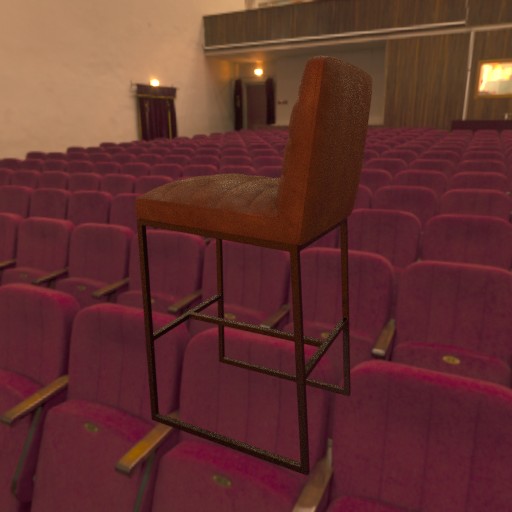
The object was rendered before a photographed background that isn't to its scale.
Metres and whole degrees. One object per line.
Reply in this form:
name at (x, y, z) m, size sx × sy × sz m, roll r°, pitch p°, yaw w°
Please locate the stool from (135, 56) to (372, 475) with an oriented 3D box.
stool at (0.000, 0.000, 1.365) m, size 0.562 × 1.065 × 0.463 m, roll 8°, pitch 18°, yaw 26°
